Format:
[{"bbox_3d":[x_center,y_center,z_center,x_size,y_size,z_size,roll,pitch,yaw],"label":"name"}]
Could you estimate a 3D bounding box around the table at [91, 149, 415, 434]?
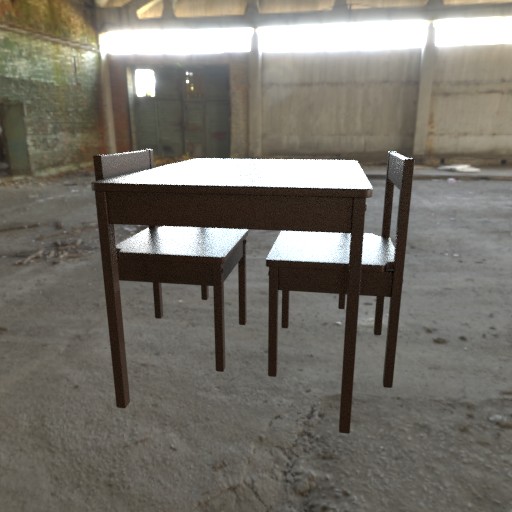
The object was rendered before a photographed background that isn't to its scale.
[{"bbox_3d":[0.000,0.000,1.111,0.672,0.503,0.650,3,16,10],"label":"table"}]
